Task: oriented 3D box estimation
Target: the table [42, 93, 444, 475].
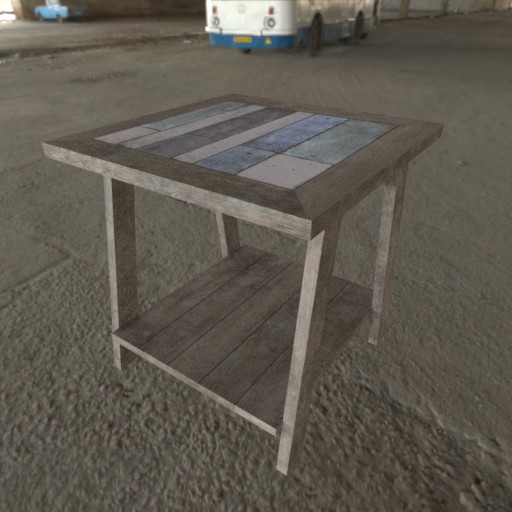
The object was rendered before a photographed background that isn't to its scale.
[{"bbox_3d":[0.000,0.000,1.094,0.610,0.610,0.610,20,36,30],"label":"table"}]
